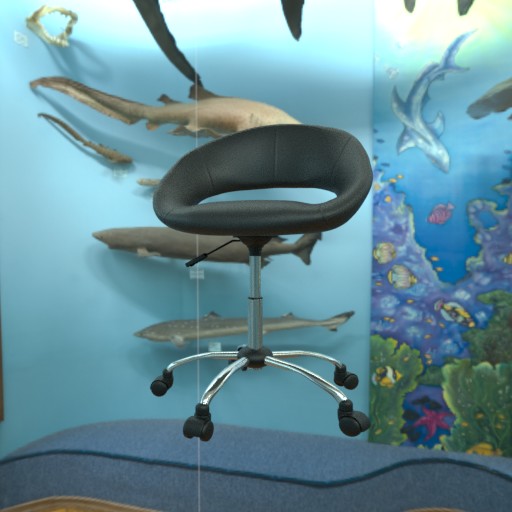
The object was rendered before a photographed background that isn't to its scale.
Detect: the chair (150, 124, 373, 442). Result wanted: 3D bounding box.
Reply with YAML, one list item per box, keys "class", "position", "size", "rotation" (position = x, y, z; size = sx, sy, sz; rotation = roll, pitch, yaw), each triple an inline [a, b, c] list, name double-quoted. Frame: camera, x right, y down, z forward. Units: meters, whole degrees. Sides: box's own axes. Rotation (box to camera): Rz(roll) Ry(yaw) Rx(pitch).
- class: "chair"
  position: [0.000, 0.000, 1.177]
  size: [0.612, 0.791, 0.538]
  rotation: [1, 3, 17]
